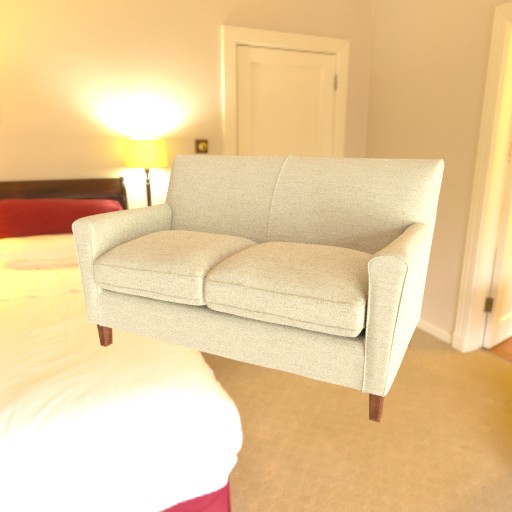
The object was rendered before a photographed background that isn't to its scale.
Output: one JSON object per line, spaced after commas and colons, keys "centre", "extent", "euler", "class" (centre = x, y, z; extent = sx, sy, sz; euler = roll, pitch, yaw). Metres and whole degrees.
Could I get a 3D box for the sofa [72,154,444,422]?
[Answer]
{"centre": [0.000, 0.000, 2.073], "extent": [1.482, 0.892, 0.891], "euler": [7, 16, 26], "class": "sofa"}
